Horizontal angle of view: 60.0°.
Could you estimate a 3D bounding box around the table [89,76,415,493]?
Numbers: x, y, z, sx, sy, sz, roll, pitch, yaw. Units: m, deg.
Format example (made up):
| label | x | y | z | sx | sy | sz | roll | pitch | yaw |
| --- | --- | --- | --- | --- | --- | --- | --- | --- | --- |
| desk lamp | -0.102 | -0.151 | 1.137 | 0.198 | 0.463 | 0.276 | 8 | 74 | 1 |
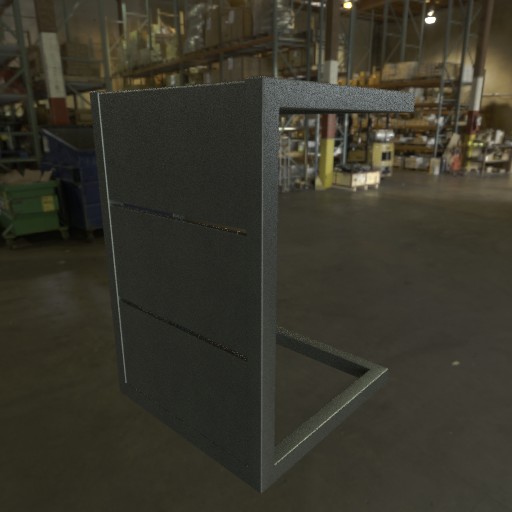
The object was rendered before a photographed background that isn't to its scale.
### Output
| label | x | y | z | sx | sy | sz | roll | pitch | yaw |
| --- | --- | --- | --- | --- | --- | --- | --- | --- | --- |
| table | 0.000 | 0.000 | 0.877 | 0.405 | 0.609 | 0.420 | 15 | 22 | 40 |
